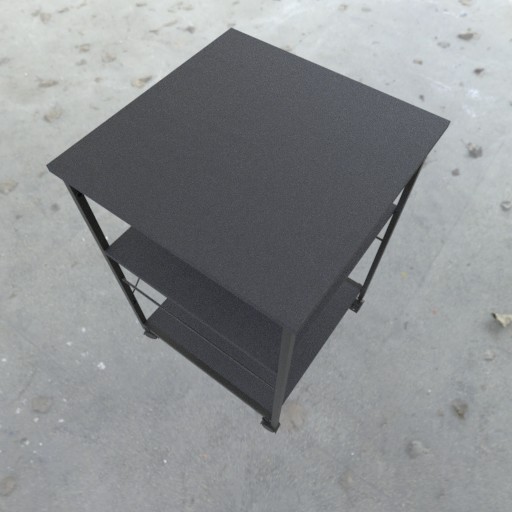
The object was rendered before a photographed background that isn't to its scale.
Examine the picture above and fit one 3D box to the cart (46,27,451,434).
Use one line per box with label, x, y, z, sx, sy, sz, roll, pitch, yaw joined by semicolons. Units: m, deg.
cart;0.000;0.000;1.117;0.520;0.762;0.521;32;63;19
